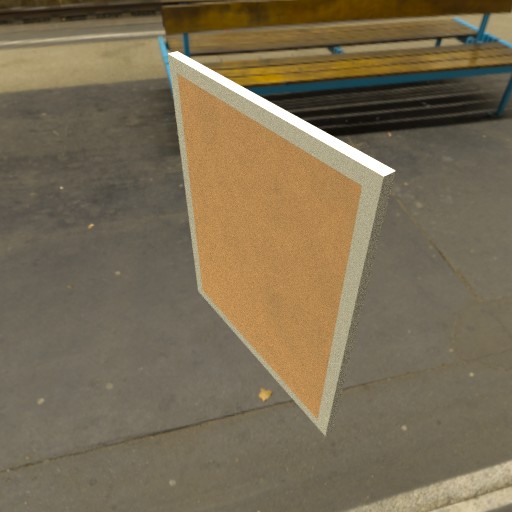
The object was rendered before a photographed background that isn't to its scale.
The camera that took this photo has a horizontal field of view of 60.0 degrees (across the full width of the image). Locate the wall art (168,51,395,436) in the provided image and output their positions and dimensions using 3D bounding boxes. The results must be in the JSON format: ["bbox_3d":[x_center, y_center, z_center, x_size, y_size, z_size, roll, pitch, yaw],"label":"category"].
[{"bbox_3d":[0.000,0.000,1.120,0.026,0.811,0.661,-26,49,-26],"label":"wall art"}]
